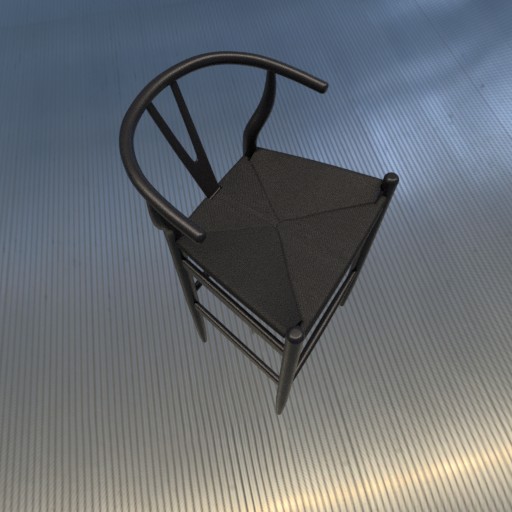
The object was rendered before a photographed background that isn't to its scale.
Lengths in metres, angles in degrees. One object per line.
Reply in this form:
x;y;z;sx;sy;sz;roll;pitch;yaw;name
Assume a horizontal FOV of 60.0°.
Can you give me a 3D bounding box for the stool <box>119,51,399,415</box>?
0.000;0.000;1.398;0.579;1.072;0.569;28;63;16;stool
